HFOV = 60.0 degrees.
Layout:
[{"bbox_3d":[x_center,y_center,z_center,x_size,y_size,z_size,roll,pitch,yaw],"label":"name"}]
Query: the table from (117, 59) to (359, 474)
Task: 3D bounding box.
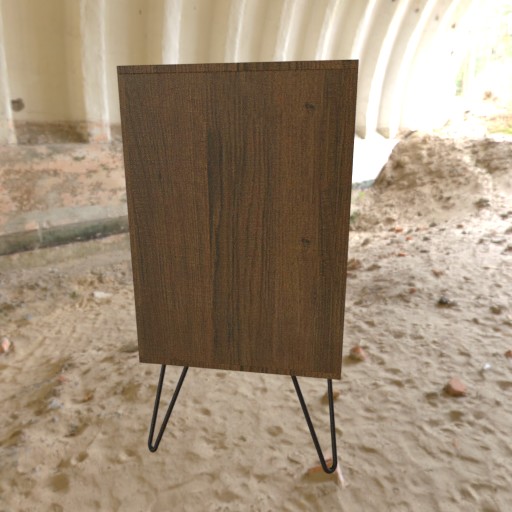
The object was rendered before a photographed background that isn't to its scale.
[{"bbox_3d":[0.000,0.000,1.164,0.457,0.866,0.526,3,15,9],"label":"table"}]
